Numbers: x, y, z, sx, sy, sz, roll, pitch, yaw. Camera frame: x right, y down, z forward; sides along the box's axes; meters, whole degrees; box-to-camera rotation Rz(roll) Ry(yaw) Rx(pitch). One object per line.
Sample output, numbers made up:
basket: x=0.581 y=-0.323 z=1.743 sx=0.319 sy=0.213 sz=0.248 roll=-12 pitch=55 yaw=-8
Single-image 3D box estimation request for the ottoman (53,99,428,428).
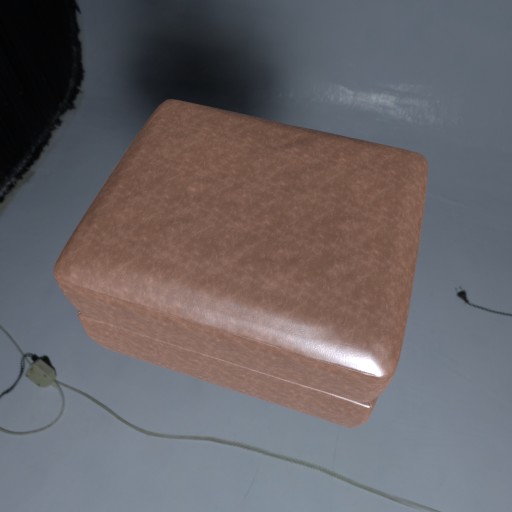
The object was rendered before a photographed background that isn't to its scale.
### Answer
ottoman: x=0.000 y=0.000 z=1.143 sx=0.751 sy=0.476 sz=0.603 roll=15 pitch=59 yaw=9
